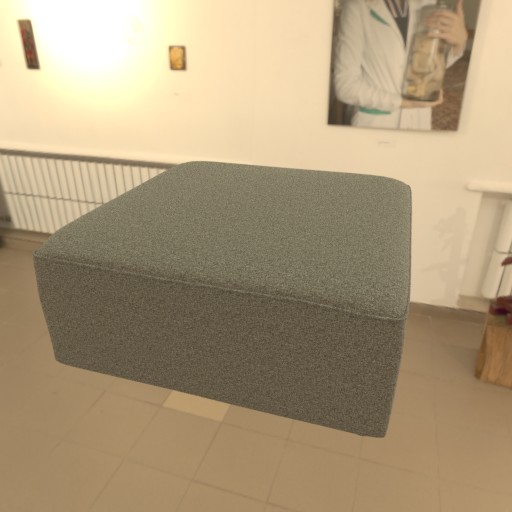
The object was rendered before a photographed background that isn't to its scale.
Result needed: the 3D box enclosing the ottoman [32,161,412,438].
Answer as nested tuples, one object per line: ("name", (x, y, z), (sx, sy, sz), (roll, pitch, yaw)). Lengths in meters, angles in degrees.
("ottoman", (0.000, 0.000, 1.571), (1.005, 0.464, 1.015), (8, 27, 16))
